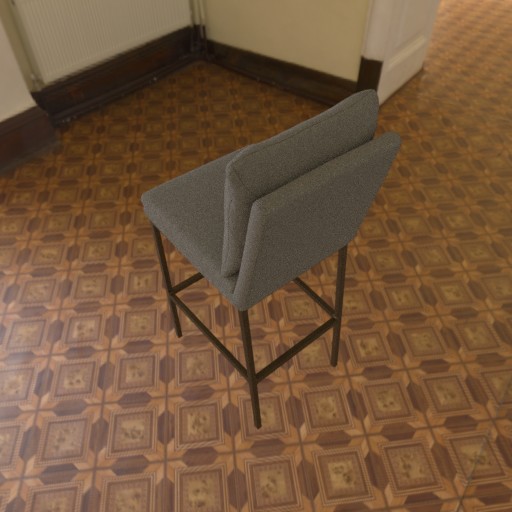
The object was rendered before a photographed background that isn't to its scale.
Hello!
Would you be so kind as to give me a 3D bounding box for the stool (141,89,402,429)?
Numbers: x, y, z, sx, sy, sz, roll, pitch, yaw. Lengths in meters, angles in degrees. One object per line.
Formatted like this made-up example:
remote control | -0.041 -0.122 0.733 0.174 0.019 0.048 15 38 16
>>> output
stool | 0.000 0.000 1.440 0.463 1.132 0.569 -31 54 -26
